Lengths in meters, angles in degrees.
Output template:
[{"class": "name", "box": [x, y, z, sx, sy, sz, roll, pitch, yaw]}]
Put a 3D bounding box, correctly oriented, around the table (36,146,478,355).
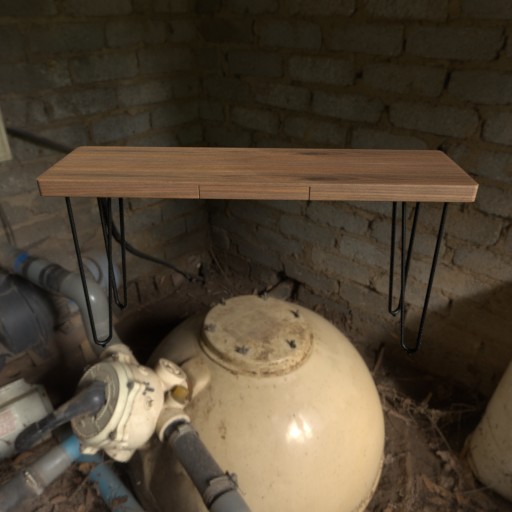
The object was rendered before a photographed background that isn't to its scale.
[{"class": "table", "box": [0.000, 0.000, 1.943, 1.570, 0.834, 0.425, 1, 30, 2]}]
